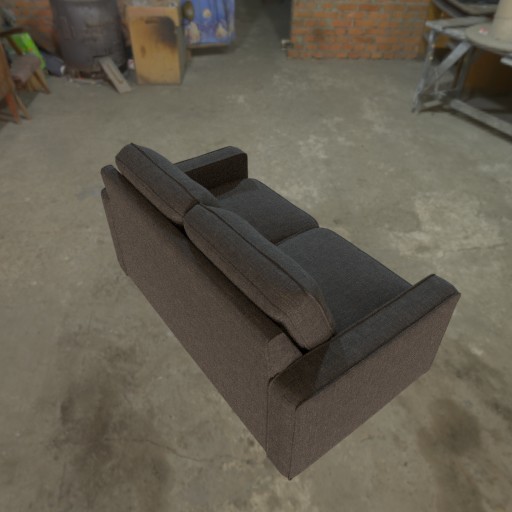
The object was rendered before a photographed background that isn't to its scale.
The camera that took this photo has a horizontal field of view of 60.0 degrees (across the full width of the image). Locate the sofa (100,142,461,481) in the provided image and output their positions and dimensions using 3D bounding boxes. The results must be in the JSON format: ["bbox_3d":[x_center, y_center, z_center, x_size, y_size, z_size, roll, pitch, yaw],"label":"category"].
[{"bbox_3d":[0.000,0.000,2.255,0.947,0.918,1.709,-26,46,-27],"label":"sofa"}]
